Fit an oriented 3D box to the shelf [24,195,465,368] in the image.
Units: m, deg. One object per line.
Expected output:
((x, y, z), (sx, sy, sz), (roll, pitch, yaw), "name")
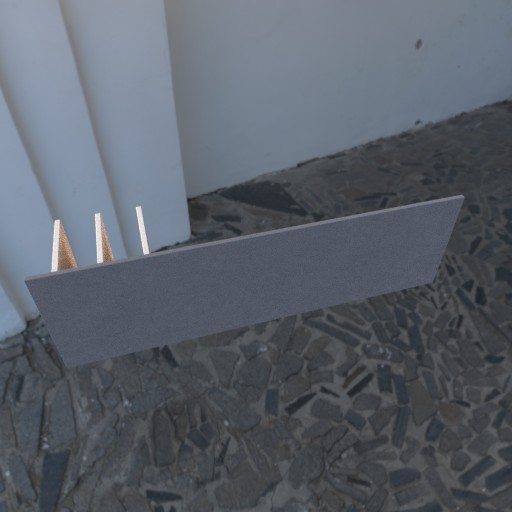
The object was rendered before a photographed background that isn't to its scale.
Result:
((0.000, 0.000, 1.158), (1.020, 0.300, 0.200), (-11, 43, -12), "shelf")
